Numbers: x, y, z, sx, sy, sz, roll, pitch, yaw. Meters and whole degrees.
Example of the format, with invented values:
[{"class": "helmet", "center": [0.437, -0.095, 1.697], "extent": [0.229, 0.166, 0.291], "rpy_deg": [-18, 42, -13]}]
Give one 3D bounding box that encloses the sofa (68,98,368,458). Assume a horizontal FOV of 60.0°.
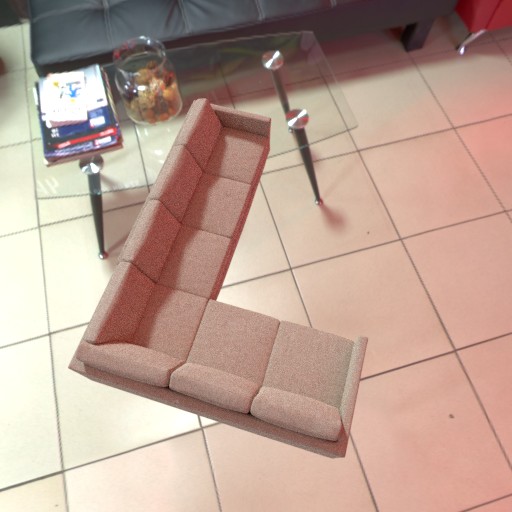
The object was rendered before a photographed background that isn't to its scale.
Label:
[{"class": "sofa", "center": [0.000, 0.000, 4.488], "extent": [2.432, 0.863, 3.182], "rpy_deg": [15, 66, 7]}]
